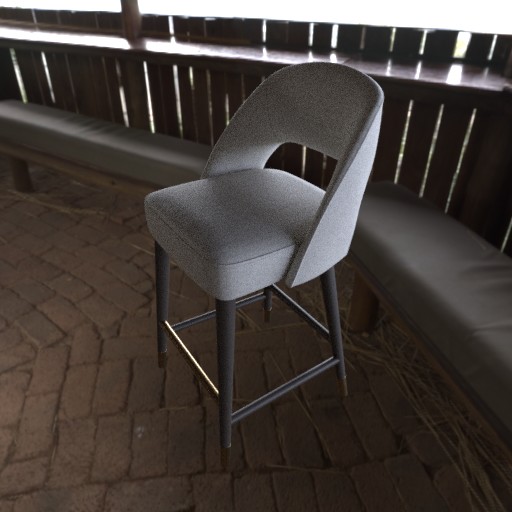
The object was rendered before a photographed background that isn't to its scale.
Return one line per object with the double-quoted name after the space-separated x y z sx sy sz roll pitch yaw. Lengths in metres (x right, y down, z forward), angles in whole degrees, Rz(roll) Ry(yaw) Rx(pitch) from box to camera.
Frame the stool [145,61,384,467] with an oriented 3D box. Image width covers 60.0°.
0.000 0.000 1.217 0.509 0.940 0.494 -19 37 -28 "stool"
